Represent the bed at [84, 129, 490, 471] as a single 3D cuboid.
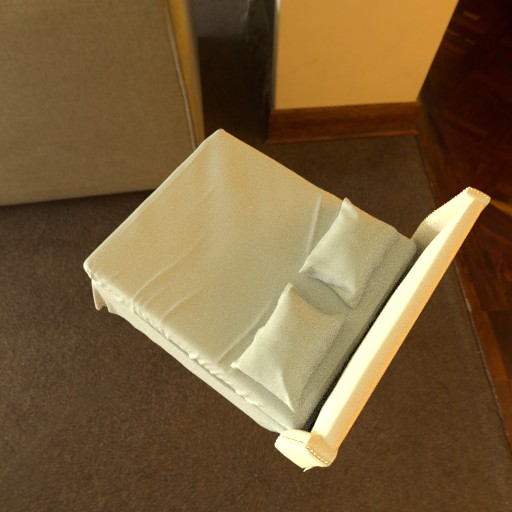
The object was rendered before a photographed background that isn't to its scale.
[{"bbox_3d":[0.000,0.000,3.296,2.276,1.332,1.925,34,68,15],"label":"bed"}]
